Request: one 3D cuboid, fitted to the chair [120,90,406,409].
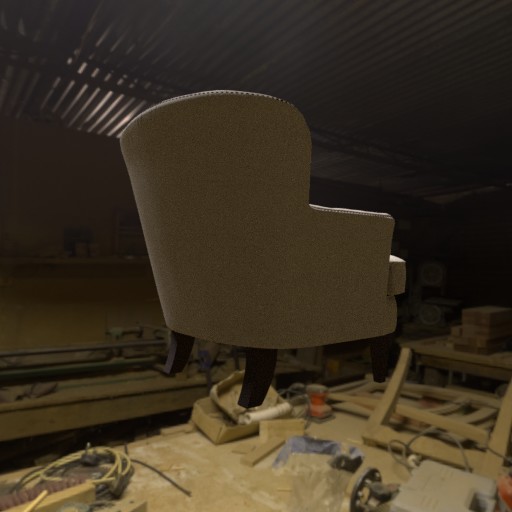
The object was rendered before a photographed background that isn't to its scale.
[{"bbox_3d":[0.000,0.000,1.596,0.906,0.868,0.848,1,-1,-37],"label":"chair"}]
